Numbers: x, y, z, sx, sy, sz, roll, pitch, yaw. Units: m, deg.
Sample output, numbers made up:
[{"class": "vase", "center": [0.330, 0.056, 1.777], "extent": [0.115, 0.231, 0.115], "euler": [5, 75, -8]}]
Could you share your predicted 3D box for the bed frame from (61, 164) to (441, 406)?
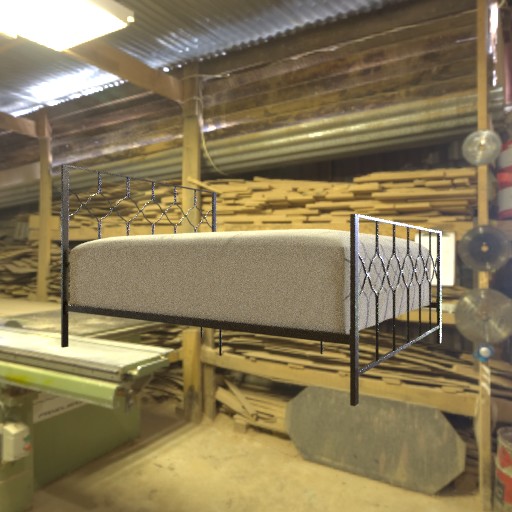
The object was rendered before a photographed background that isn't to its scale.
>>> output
[{"class": "bed frame", "center": [0.000, 0.000, 3.038], "extent": [2.063, 1.222, 1.597], "euler": [0, 0, 34]}]
